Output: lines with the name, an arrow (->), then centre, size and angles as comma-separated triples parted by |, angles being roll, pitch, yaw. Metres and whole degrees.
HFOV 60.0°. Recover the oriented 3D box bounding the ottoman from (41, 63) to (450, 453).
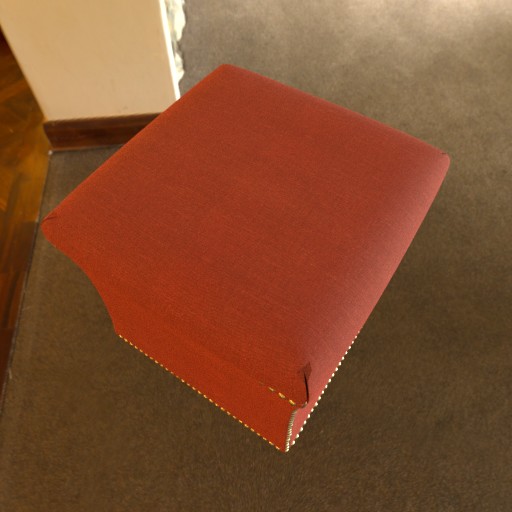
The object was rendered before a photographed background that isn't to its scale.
ottoman -> 0.000, 0.000, 0.876 | 0.497, 0.475, 0.507 | 29, 62, 18
